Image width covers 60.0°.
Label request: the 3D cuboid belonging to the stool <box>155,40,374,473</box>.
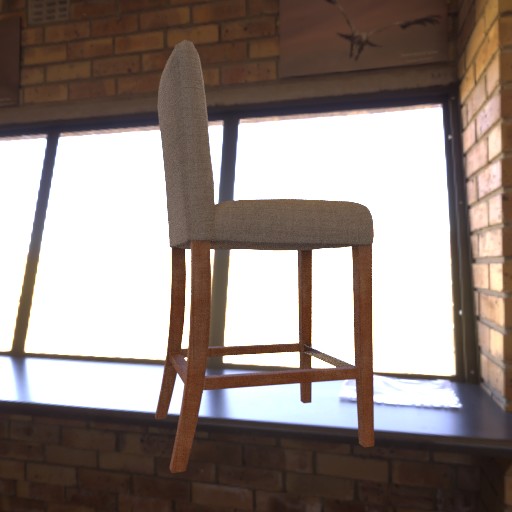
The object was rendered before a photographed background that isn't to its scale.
[{"bbox_3d":[0.000,0.000,1.335,0.567,1.039,0.454,0,-1,-18],"label":"stool"}]
